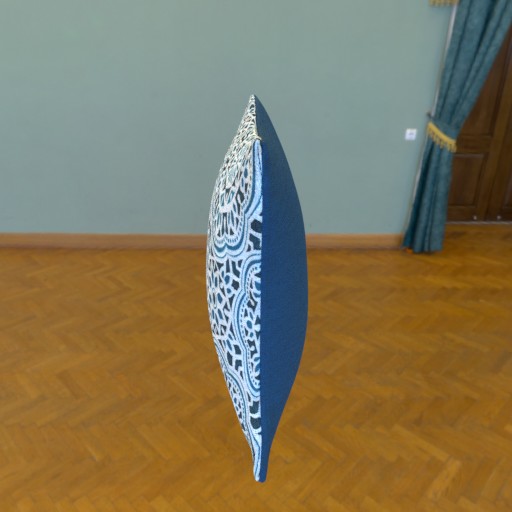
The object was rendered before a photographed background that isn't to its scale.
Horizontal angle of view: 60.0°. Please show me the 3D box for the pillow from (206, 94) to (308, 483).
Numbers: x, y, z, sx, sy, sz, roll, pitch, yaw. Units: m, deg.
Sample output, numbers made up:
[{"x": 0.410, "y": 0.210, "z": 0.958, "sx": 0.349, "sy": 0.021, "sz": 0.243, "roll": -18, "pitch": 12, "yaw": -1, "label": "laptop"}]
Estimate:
[{"x": 0.000, "y": 0.000, "z": 0.655, "sx": 0.145, "sy": 0.420, "sz": 0.440, "roll": 0, "pitch": 26, "yaw": -1, "label": "pillow"}]
